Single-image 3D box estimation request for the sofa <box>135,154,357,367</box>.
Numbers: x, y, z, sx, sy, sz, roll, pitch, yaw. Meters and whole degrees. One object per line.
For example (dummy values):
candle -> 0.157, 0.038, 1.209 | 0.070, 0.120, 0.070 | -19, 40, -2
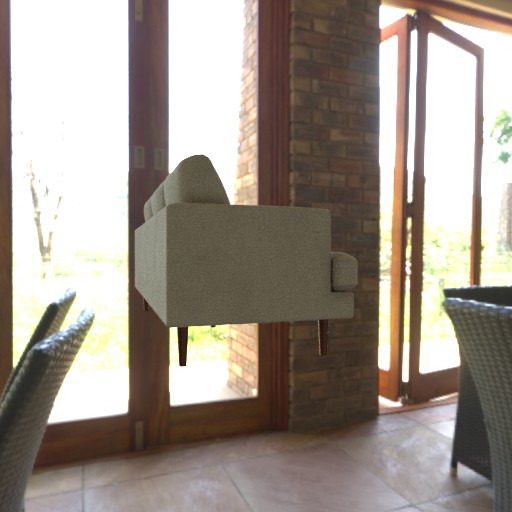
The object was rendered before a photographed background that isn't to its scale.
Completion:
sofa -> 0.000, 0.000, 3.080 | 1.504, 0.956, 2.233 | 0, 1, -19
